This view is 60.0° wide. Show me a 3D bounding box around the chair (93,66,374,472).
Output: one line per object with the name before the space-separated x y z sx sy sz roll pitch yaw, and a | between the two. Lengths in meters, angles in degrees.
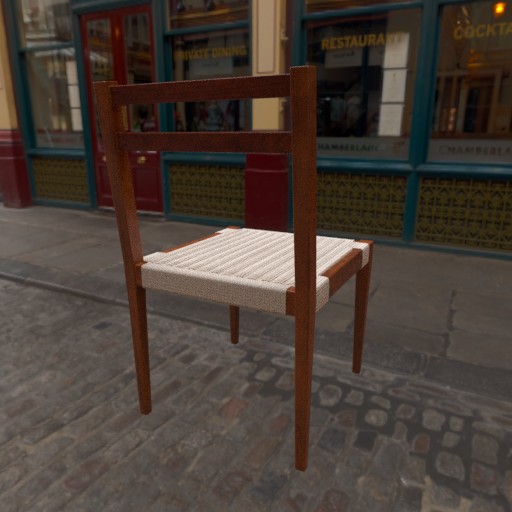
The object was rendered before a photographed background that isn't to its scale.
chair | 0.000 0.000 1.189 0.495 0.851 0.569 8 17 27
